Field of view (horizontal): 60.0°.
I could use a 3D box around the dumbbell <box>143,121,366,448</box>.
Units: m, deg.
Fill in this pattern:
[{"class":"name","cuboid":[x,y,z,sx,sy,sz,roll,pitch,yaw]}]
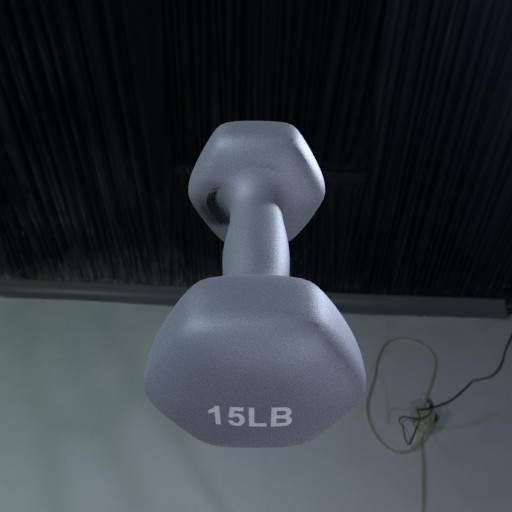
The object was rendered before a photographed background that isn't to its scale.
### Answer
[{"class":"dumbbell","cuboid":[0.000,0.000,0.304,0.116,0.105,0.240,1,40,1]}]
